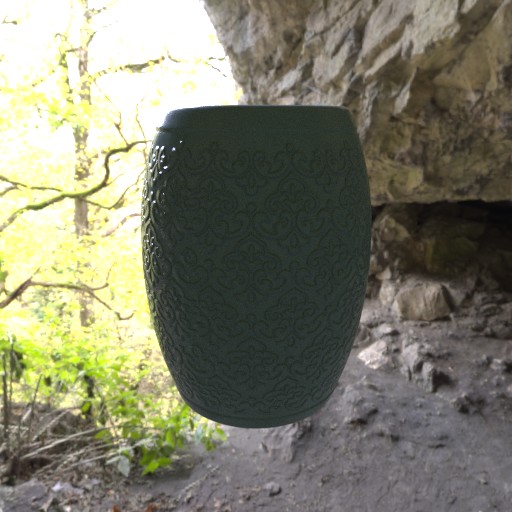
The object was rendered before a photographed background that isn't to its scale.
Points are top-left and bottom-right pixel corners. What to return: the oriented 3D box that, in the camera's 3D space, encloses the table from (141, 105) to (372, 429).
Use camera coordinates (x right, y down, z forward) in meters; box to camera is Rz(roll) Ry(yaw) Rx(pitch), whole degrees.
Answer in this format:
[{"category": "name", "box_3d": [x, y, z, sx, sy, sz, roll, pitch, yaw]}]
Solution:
[{"category": "table", "box_3d": [0.000, 0.000, 0.620, 0.309, 0.397, 0.309, 0, 18, 0]}]
